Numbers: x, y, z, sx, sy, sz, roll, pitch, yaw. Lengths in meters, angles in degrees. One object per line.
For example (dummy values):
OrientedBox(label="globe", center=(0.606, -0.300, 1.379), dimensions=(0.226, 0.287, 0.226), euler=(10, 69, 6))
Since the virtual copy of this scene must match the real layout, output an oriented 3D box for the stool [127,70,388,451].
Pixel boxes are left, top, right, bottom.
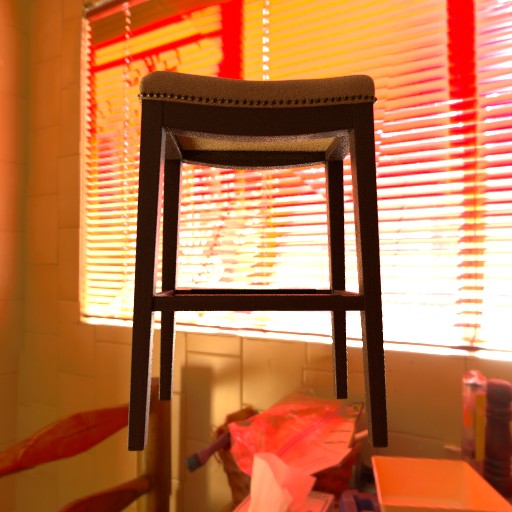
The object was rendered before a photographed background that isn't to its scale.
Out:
OrientedBox(label="stool", center=(0.000, 0.000, 1.056), dimensions=(0.509, 0.768, 0.363), euler=(0, -2, -2))
